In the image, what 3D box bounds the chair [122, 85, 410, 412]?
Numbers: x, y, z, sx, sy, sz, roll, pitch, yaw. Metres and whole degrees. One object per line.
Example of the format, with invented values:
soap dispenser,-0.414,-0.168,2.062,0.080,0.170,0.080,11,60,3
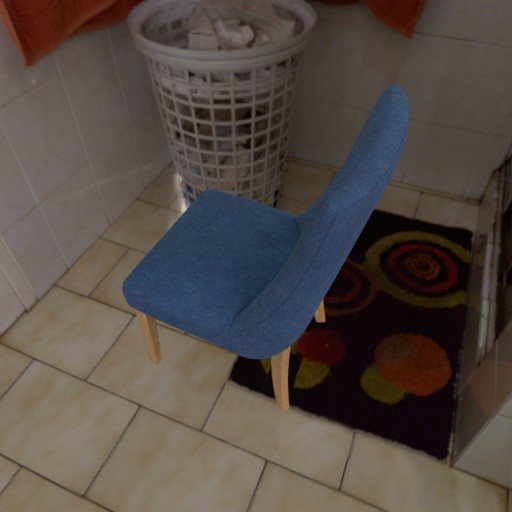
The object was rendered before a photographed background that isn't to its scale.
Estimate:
chair,0.000,0.000,1.241,0.609,0.902,0.495,19,49,17
